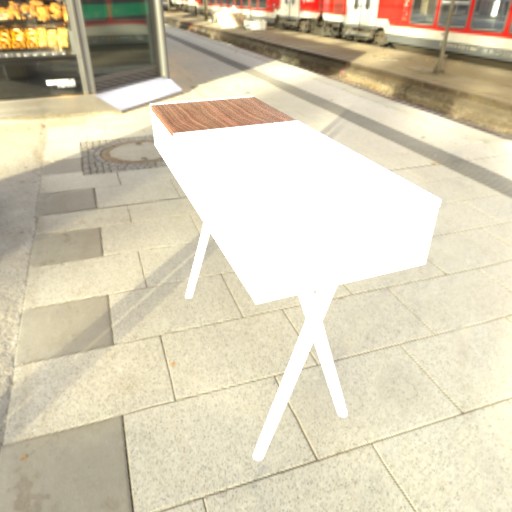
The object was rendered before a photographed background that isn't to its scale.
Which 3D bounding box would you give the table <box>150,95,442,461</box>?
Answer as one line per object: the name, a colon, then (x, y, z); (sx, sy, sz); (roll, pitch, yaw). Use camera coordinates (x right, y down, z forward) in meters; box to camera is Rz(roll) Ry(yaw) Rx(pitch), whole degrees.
table: (0.000, 0.000, 1.455); (0.418, 0.785, 1.066); (-11, 33, -18)
